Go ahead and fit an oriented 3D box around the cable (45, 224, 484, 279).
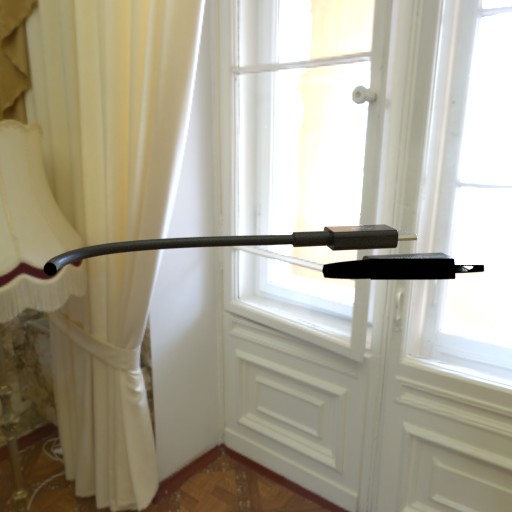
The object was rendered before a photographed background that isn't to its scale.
[{"bbox_3d":[0.000,0.000,0.110,0.098,0.006,0.040,-3,16,-9],"label":"cable"}]
